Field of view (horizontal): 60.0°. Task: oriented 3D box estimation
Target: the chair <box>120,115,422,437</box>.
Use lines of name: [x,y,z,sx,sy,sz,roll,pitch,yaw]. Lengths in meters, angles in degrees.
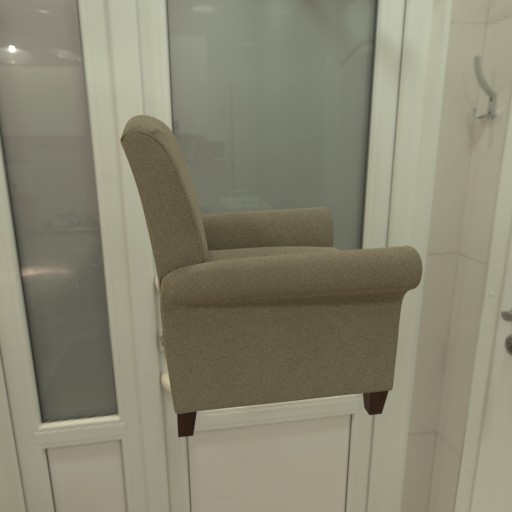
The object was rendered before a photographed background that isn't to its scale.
chair: [0.000,0.000,1.765,0.905,1.061,0.978,-3,15,-10]
